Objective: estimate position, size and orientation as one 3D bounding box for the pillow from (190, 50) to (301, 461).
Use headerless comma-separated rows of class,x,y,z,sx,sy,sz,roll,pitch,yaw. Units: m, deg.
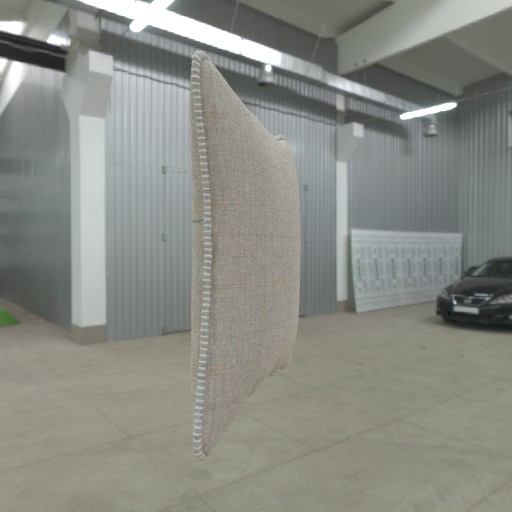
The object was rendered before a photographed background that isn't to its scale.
pillow,0.000,0.000,0.740,0.124,0.494,0.485,0,1,17
